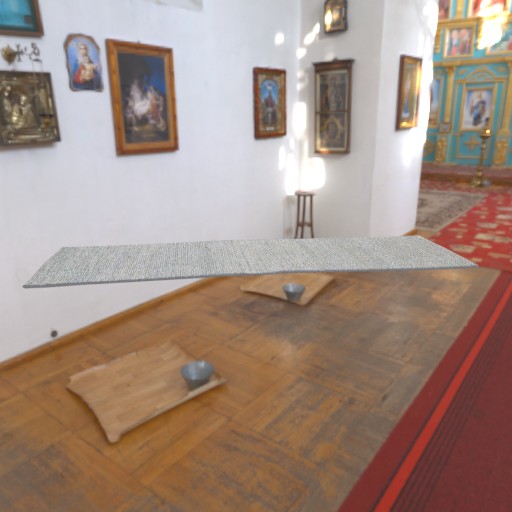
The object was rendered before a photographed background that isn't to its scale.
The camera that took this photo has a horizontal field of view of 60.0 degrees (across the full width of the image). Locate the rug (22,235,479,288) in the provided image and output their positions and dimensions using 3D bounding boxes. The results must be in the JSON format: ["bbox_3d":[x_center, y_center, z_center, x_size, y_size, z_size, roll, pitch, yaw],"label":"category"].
[{"bbox_3d":[0.000,0.000,2.560,2.341,0.037,0.675,-2,17,-7],"label":"rug"}]
